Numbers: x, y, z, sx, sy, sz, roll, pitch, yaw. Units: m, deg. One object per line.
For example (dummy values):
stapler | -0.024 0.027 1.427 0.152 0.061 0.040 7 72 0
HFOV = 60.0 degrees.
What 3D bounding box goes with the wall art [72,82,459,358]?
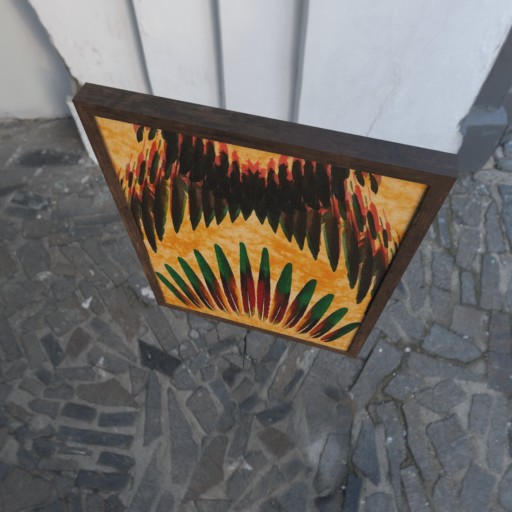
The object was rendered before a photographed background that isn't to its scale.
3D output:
wall art | 0.000 0.000 0.542 0.329 0.406 0.027 14 59 8
